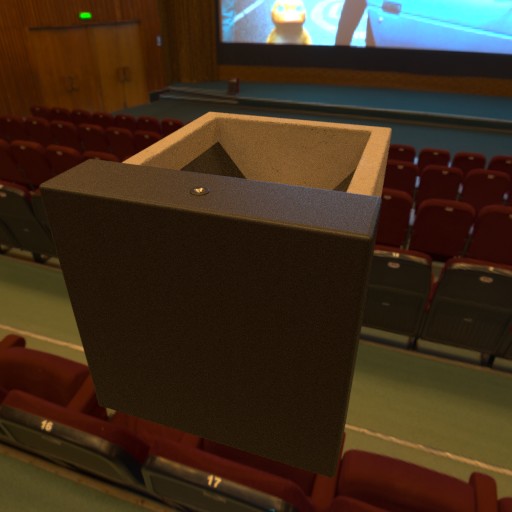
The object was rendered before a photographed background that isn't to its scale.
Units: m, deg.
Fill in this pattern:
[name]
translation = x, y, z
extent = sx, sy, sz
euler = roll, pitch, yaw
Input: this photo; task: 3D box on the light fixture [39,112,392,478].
[light fixture]
translation = 0.000, 0.000, 0.234
extent = 0.121, 0.121, 0.143
euler = 10, 33, 16
